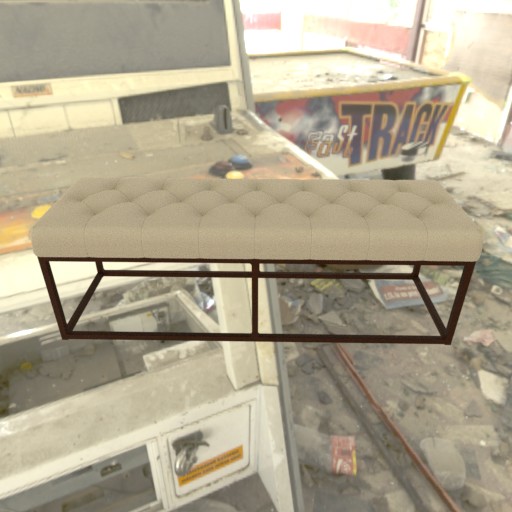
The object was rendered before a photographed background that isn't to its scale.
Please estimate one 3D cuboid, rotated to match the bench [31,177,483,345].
[{"bbox_3d":[0.000,0.000,1.729,1.488,0.488,0.479,1,31,1],"label":"bench"}]
